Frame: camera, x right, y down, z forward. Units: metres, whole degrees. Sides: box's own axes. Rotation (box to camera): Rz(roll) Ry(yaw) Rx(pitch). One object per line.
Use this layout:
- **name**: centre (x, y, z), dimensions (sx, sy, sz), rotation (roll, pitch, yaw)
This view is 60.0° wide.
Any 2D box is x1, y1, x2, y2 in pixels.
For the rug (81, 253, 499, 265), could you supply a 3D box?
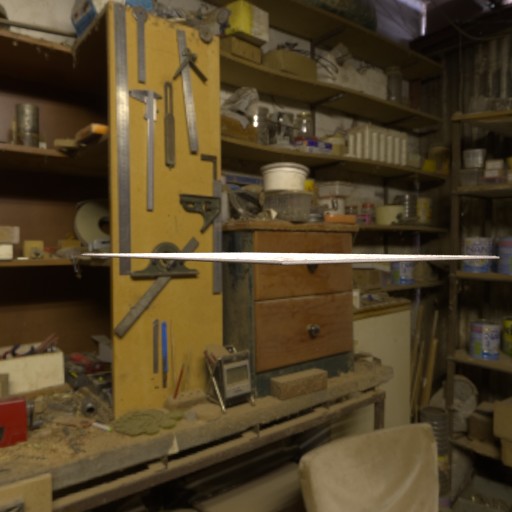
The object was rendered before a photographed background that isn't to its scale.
- **rug**: centre (0.000, 0.000, 2.268), dimensions (1.224, 0.012, 1.847), rotation (-1, 1, -37)
